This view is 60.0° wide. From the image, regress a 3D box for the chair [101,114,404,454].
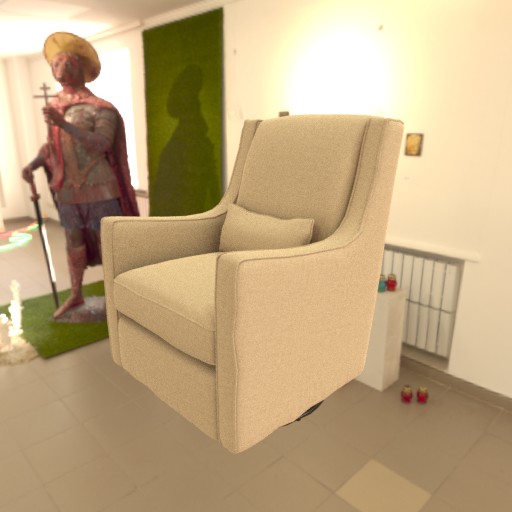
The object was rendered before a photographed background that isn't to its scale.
[{"bbox_3d":[0.000,0.000,1.606,0.879,0.993,0.732,-15,22,-42],"label":"chair"}]
